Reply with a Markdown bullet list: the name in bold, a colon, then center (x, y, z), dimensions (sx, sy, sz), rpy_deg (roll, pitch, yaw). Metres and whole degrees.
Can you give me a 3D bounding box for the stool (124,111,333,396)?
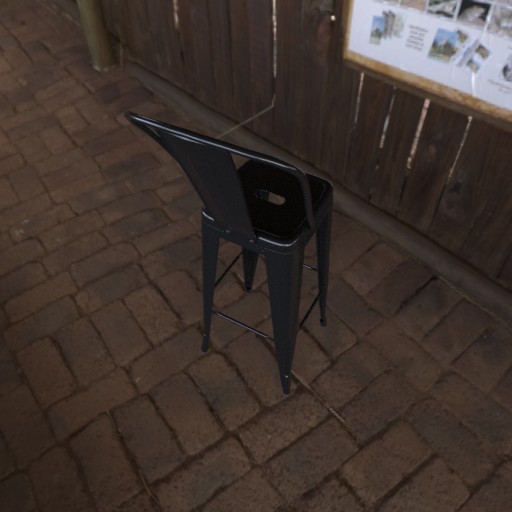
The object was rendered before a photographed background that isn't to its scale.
- **stool**: center (0.000, 0.000, 1.311), dimensions (0.399, 1.096, 0.513), rpy_deg (22, 51, 20)
